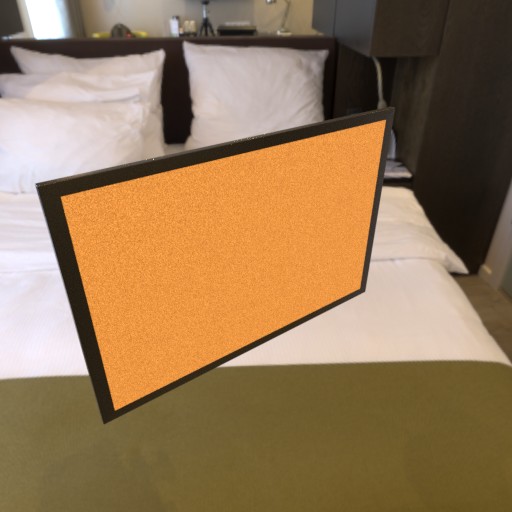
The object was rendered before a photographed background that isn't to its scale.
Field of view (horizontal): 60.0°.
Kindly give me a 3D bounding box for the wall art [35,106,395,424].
[{"bbox_3d":[0.000,0.000,1.017,0.819,0.552,0.015,-21,38,-30],"label":"wall art"}]
